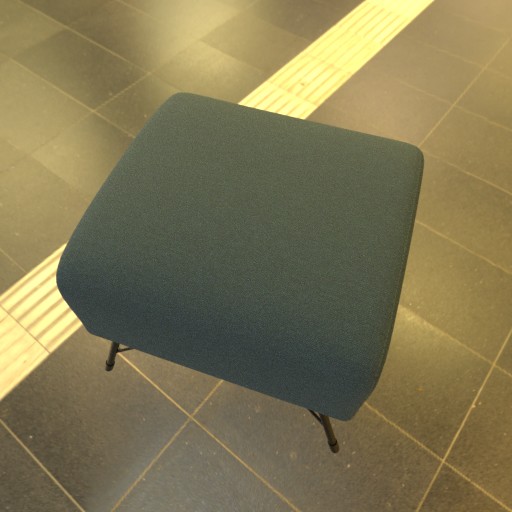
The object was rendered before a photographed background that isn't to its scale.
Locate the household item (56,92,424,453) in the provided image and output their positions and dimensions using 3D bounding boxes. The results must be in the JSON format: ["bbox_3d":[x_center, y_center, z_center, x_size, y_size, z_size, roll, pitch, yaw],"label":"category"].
[{"bbox_3d":[0.000,0.000,0.887,0.530,0.420,0.530,16,59,10],"label":"household item"}]
